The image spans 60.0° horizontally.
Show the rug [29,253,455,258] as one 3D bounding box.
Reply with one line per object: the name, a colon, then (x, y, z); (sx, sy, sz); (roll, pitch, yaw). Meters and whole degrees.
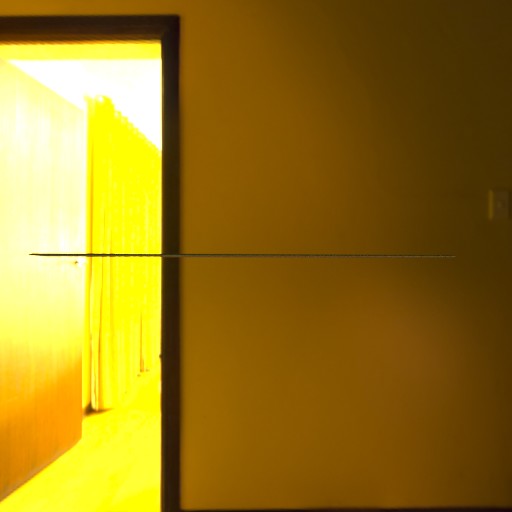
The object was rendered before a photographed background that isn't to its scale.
rug: (0.000, 0.000, 2.476); (2.196, 0.011, 0.662); (0, -1, -20)
